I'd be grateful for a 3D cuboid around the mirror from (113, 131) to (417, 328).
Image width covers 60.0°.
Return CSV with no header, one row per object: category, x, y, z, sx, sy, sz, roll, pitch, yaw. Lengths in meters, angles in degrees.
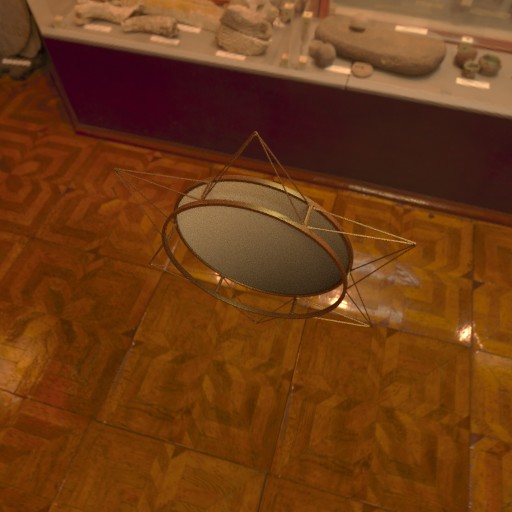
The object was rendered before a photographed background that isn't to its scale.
mirror,0.000,0.000,0.816,0.498,0.581,0.062,15,58,10
